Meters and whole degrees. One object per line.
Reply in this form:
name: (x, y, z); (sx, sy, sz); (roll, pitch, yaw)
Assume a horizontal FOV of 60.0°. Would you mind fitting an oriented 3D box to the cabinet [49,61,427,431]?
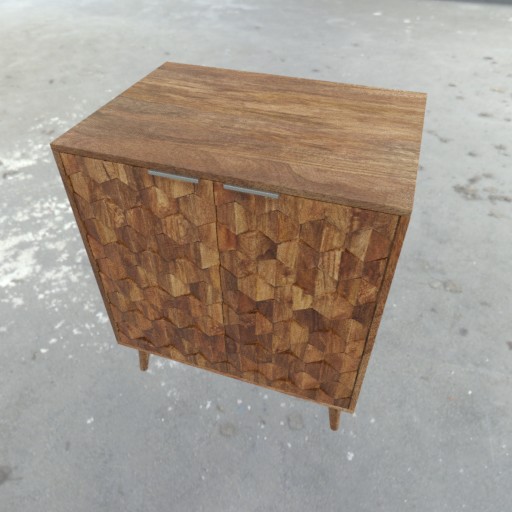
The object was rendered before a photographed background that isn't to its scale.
cabinet: (0.000, 0.000, 1.150); (0.647, 0.758, 0.473); (13, 43, 14)
